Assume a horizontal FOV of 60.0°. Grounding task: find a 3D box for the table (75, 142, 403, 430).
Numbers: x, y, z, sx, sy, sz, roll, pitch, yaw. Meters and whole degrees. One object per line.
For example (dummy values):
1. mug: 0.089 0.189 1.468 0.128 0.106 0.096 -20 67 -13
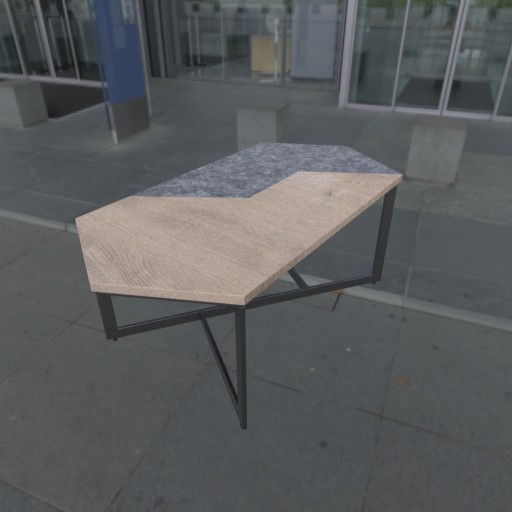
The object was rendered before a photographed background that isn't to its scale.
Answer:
1. table: 0.000 0.000 1.513 0.609 0.457 1.219 22 38 31
